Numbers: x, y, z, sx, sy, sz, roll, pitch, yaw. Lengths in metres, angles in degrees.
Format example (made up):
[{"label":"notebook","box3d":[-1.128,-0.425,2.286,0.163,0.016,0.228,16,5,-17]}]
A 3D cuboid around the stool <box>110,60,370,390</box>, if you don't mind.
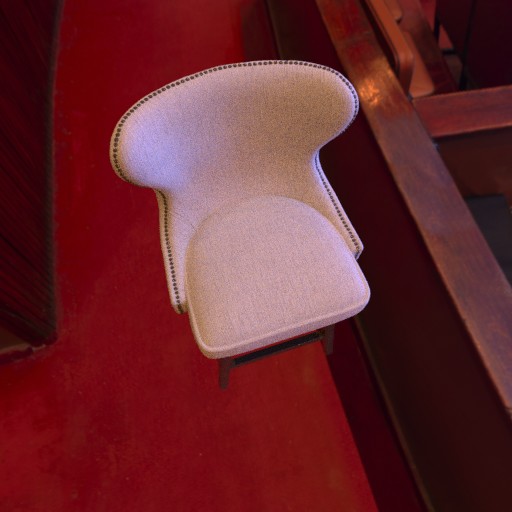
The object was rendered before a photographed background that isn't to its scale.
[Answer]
[{"label":"stool","box3d":[0.000,0.000,1.379,0.615,0.972,0.597,-16,64,-8]}]
